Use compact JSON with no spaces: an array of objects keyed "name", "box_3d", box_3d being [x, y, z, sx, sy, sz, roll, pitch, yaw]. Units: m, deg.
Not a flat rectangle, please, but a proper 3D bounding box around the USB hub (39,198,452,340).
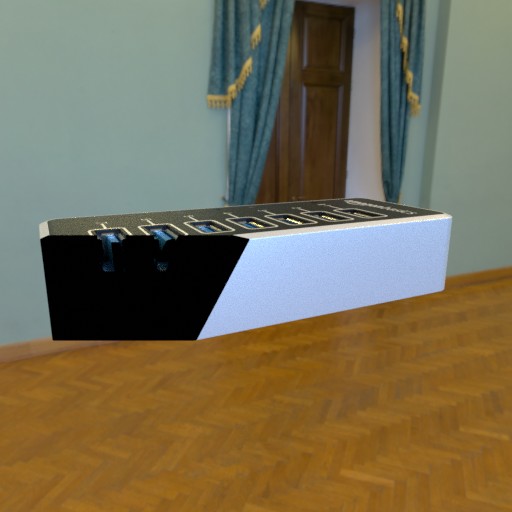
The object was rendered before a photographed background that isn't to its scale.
[{"name":"USB hub","box_3d":[0.000,0.000,0.127,0.110,0.023,0.044,-7,16,-25]}]
